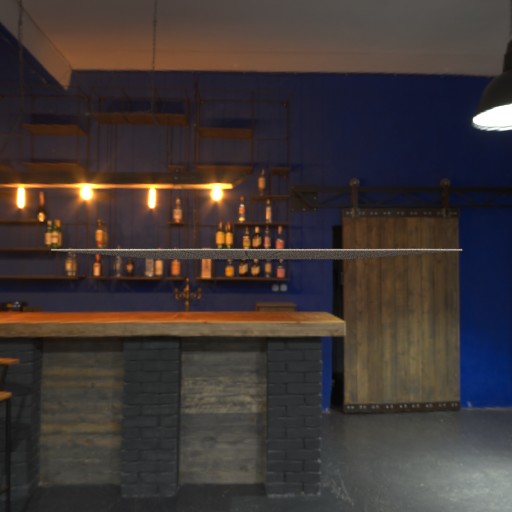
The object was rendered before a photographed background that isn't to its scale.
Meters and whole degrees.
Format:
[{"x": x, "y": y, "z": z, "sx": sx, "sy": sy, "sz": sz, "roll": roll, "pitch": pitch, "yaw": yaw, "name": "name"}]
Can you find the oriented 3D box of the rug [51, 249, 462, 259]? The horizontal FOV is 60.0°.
[{"x": 0.000, "y": 0.000, "z": 4.149, "sx": 2.444, "sy": 0.012, "sz": 3.048, "roll": 0, "pitch": -1, "yaw": 0, "name": "rug"}]
